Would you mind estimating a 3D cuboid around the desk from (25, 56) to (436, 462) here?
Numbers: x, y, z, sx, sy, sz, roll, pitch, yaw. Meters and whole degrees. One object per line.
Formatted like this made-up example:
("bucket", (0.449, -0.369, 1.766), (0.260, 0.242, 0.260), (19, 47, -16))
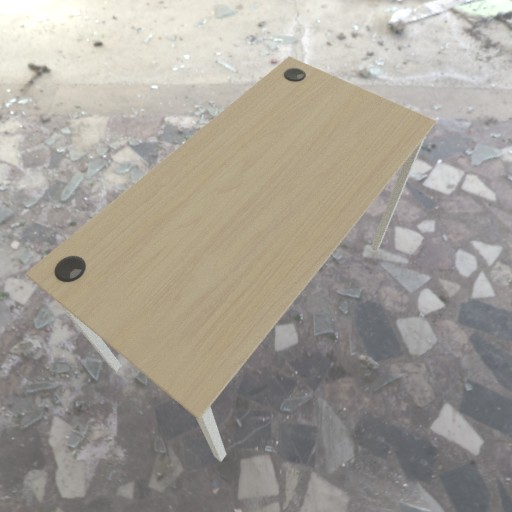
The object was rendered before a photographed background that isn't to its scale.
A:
("desk", (0.000, 0.000, 1.628), (0.600, 0.750, 1.200), (33, 63, 19))
